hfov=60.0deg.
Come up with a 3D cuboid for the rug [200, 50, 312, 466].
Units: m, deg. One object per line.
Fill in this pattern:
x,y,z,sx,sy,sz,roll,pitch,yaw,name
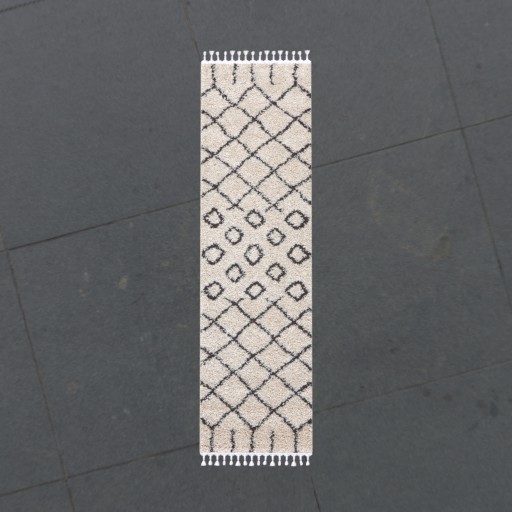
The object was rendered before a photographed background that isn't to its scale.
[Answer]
0.000,0.000,2.628,0.660,0.005,2.464,0,89,1,rug
